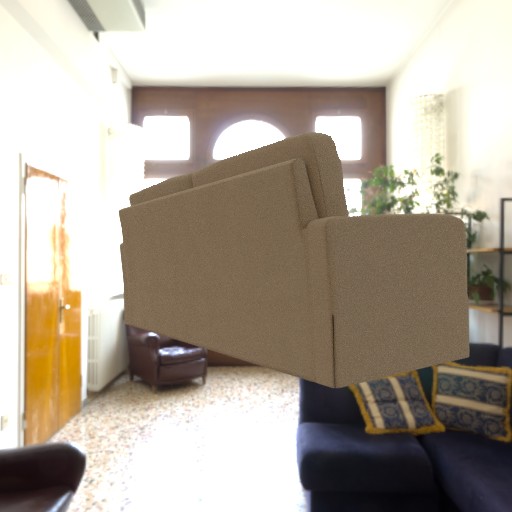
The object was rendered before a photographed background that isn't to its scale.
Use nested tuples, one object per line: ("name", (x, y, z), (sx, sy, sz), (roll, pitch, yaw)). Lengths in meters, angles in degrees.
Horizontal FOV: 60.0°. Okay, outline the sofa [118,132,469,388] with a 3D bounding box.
("sofa", (0.000, 0.000, 2.279), (0.894, 0.831, 1.808), (1, -1, -36))
